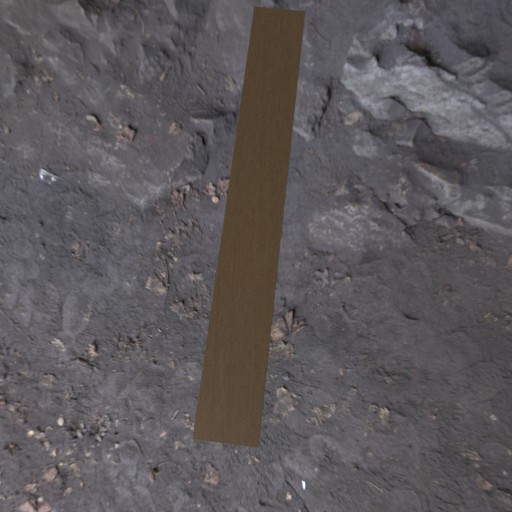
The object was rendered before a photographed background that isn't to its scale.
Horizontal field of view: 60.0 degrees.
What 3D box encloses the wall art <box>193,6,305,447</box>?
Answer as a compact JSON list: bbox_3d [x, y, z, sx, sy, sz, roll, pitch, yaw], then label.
[{"bbox_3d":[0.000,0.000,0.440,0.038,0.305,0.304,6,75,2],"label":"wall art"}]
